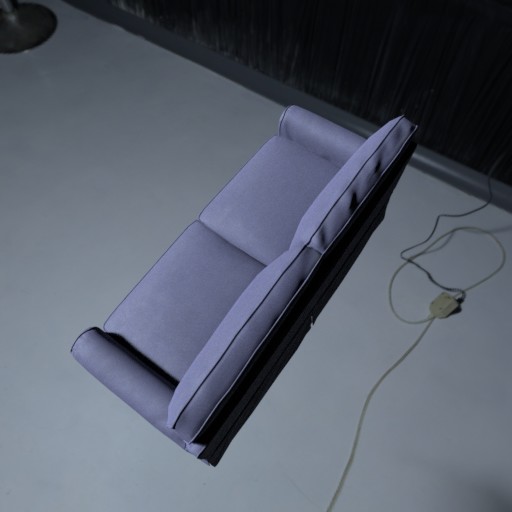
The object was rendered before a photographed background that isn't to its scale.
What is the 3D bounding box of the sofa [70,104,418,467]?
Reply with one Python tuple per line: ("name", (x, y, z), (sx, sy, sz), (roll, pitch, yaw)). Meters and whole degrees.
("sofa", (0.000, 0.000, 2.769), (0.983, 1.094, 2.256), (32, 68, 15))
